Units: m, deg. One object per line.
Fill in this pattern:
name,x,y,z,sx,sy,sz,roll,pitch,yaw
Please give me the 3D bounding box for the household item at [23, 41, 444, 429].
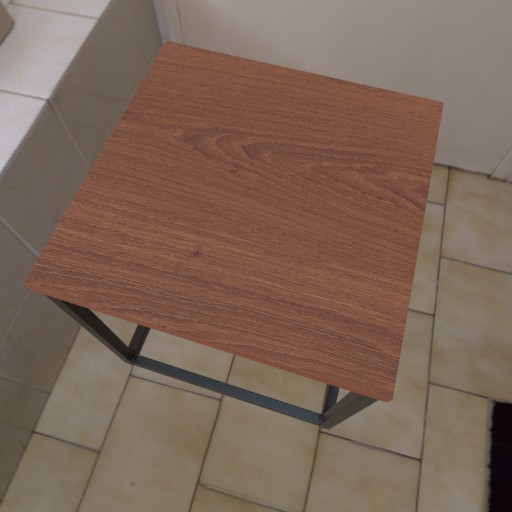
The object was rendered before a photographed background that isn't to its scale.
household item,0.000,0.000,0.714,0.400,0.400,0.400,16,65,8
